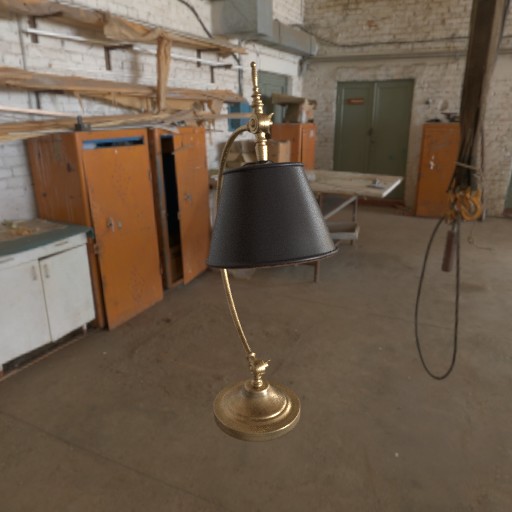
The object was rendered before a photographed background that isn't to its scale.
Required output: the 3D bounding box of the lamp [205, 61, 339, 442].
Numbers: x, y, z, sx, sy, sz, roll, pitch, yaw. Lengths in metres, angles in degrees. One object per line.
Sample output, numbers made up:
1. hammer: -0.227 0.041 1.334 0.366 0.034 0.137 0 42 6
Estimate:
1. lamp: 0.000 0.000 0.834 0.235 0.675 0.344 -9 20 -26
